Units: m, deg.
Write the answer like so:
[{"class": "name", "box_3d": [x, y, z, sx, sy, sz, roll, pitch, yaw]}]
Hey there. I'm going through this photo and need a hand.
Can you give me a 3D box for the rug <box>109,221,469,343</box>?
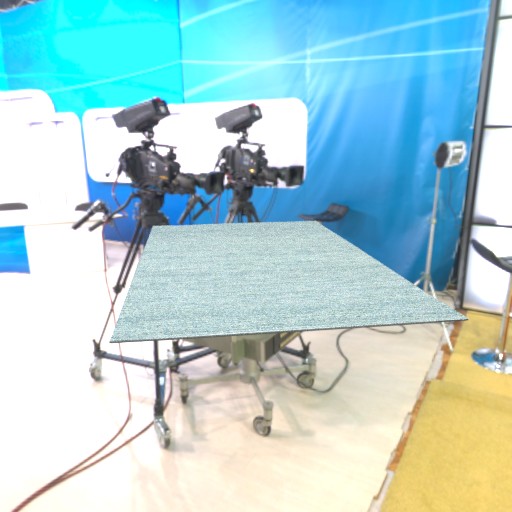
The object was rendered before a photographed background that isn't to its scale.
[{"class": "rug", "box_3d": [0.000, 0.000, 2.288, 1.174, 0.022, 1.853, -2, 15, -8]}]
